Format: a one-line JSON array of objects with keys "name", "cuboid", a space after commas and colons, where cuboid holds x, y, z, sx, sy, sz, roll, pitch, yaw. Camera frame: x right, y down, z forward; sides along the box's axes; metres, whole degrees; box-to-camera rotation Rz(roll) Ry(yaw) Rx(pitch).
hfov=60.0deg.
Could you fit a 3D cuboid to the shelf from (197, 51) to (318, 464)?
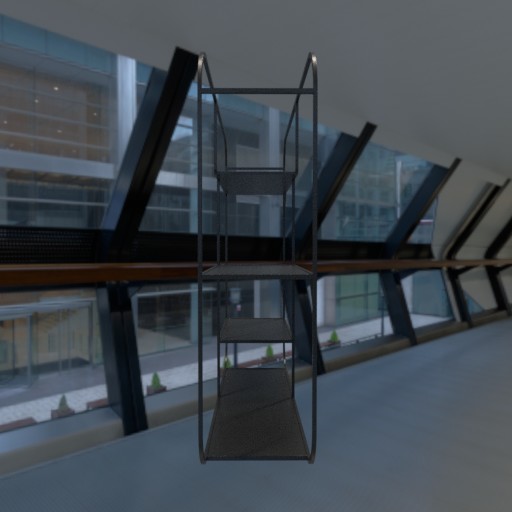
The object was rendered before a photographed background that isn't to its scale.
[{"name": "shelf", "cuboid": [0.000, 0.000, 0.894, 0.160, 0.600, 0.600, 0, 1, 0]}]
